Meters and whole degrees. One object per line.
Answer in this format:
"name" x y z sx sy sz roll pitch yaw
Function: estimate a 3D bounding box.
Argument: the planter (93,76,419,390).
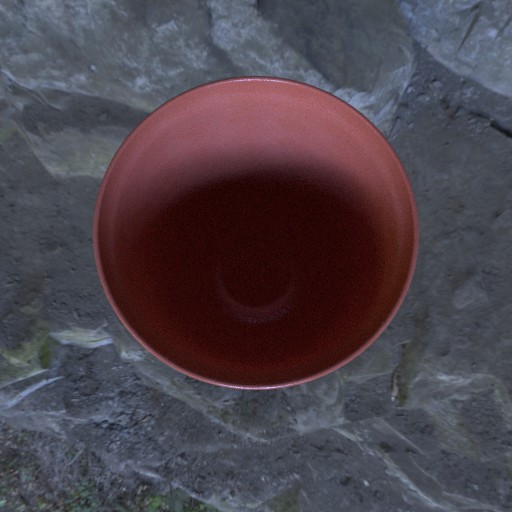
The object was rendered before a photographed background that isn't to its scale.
"planter" 0.000 0.000 0.492 0.266 0.270 0.266 0 77 0
